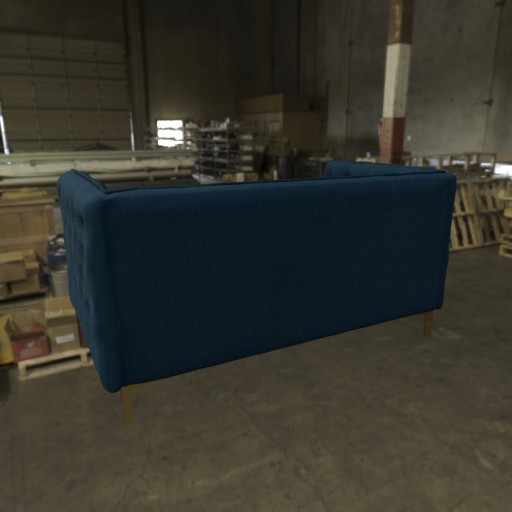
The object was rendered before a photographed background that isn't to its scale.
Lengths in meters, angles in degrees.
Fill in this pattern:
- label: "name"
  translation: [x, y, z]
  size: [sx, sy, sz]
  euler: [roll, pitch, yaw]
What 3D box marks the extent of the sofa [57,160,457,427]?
- label: "sofa"
  translation: [0.000, 0.000, 2.062]
  size: [1.583, 0.810, 0.909]
  euler: [-8, 17, -27]
